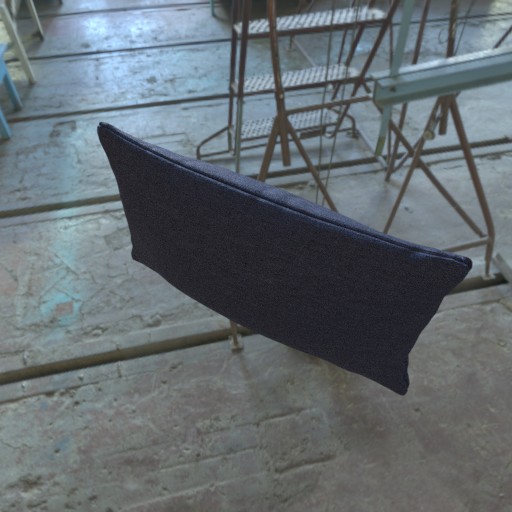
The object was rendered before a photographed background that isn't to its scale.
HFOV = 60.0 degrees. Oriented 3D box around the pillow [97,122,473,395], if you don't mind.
[{"bbox_3d":[0.000,0.000,0.776,0.633,0.338,0.210,24,51,21],"label":"pillow"}]
